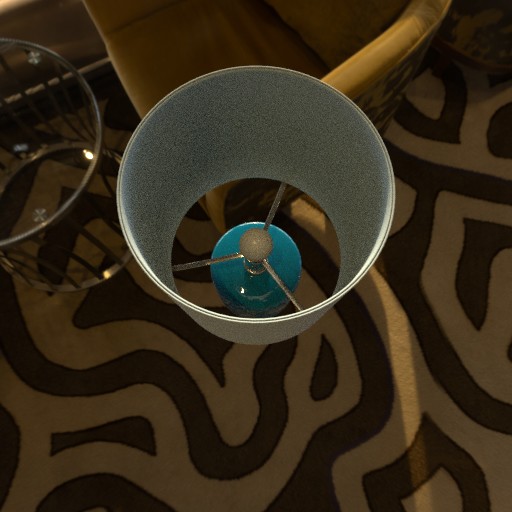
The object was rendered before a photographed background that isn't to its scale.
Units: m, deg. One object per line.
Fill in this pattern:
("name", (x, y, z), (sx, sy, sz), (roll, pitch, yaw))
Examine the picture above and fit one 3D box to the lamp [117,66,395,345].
("lamp", (0.000, 0.000, 0.489), (0.193, 0.377, 0.193), (-38, 78, -10))
